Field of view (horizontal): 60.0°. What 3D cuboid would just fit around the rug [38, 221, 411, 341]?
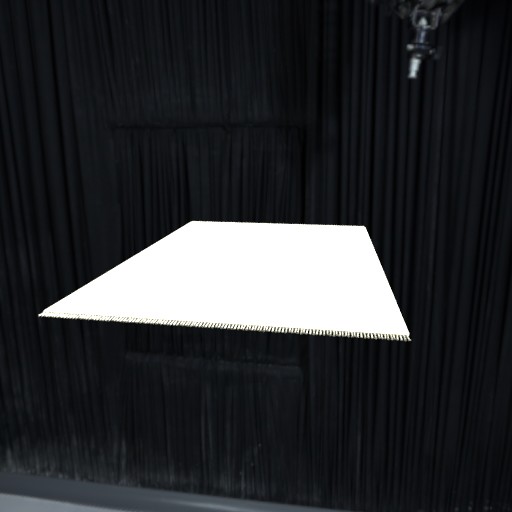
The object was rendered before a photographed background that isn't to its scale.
[{"bbox_3d":[0.000,0.000,2.816,1.514,0.011,2.233,2,15,9],"label":"rug"}]
